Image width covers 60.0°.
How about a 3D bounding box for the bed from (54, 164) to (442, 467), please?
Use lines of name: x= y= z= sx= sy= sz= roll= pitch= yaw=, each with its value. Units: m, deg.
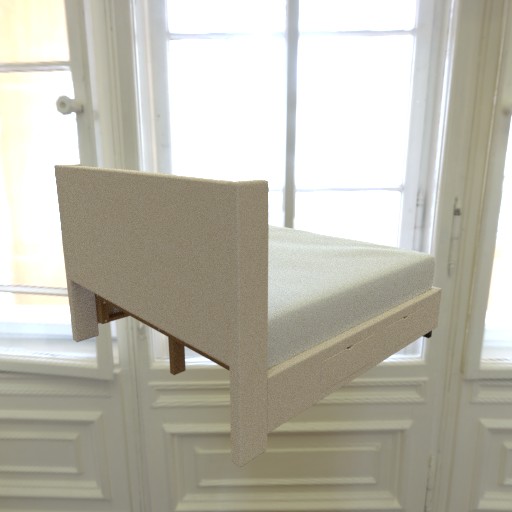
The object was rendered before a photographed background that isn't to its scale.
bed: x=0.000 y=0.000 z=3.612 sx=2.293 sy=1.471 sz=2.145 roll=-14 pitch=20 yaw=-42
